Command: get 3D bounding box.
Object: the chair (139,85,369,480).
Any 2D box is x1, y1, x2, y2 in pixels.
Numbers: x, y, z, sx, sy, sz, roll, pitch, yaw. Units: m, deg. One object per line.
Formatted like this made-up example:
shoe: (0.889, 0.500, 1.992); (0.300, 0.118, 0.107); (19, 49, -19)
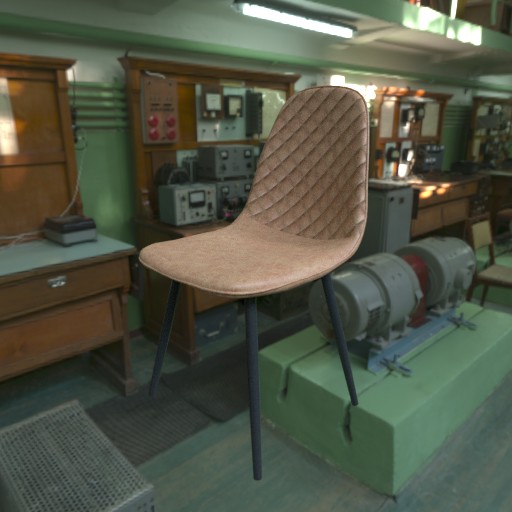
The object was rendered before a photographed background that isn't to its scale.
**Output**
chair: (0.000, 0.000, 1.198); (0.561, 0.889, 0.472); (-16, 23, -42)
